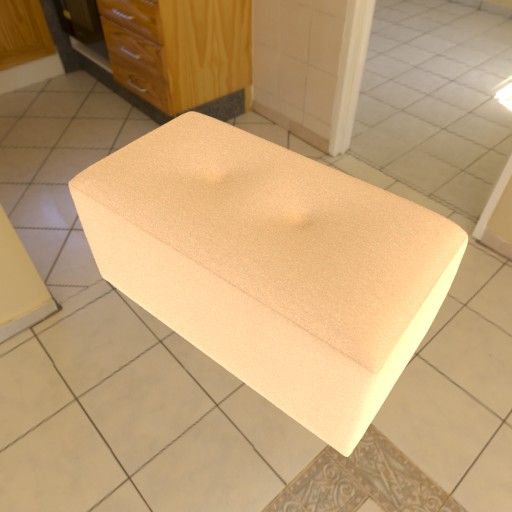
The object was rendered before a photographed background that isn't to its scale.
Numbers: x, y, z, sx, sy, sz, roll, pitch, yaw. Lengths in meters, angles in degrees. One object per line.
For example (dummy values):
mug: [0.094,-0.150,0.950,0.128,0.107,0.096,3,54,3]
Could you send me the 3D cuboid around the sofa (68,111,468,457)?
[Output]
sofa: [0.000,0.000,1.222,0.930,0.470,0.480,30,53,25]
